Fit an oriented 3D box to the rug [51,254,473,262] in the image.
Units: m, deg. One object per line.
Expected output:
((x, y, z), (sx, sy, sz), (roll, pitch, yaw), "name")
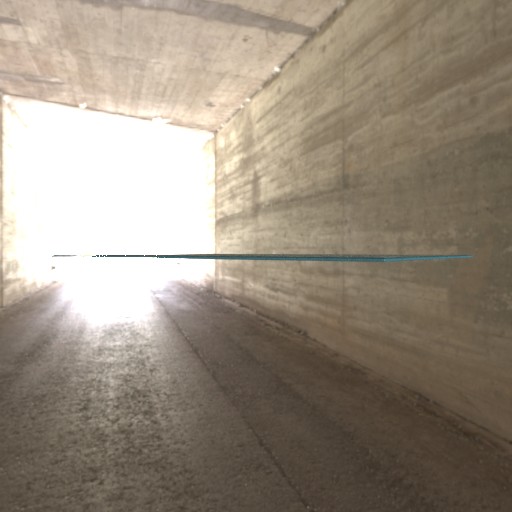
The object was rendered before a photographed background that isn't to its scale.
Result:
((0.000, 0.000, 2.304), (1.833, 0.012, 1.211), (0, 1, 37), "rug")
